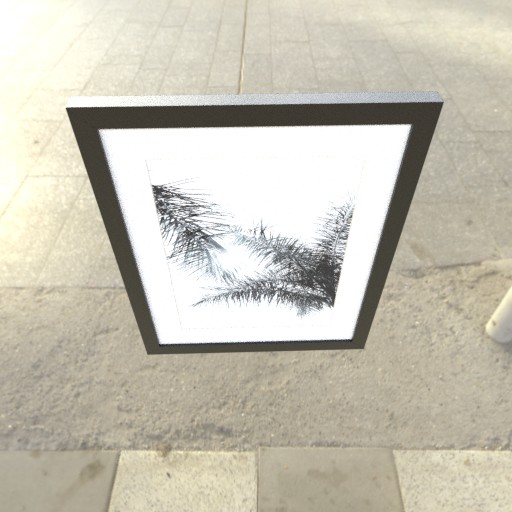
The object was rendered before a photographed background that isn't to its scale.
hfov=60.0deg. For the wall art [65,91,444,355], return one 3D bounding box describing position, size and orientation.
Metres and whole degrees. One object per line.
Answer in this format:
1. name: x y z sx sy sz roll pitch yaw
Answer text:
1. wall art: 0.000 0.000 0.746 0.457 0.557 0.028 -1 46 -1
